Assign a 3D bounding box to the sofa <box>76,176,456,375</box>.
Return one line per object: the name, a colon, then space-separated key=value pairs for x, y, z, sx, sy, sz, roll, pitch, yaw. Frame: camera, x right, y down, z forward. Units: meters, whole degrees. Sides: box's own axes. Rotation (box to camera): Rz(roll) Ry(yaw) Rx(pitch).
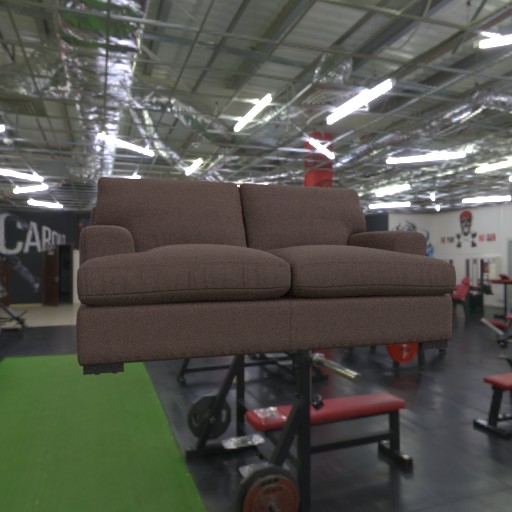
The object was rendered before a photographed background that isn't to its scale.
sofa: x=0.000 y=0.000 z=2.516 sx=1.869 sy=0.950 sz=1.140 roll=0 pitch=0 yaw=-17
